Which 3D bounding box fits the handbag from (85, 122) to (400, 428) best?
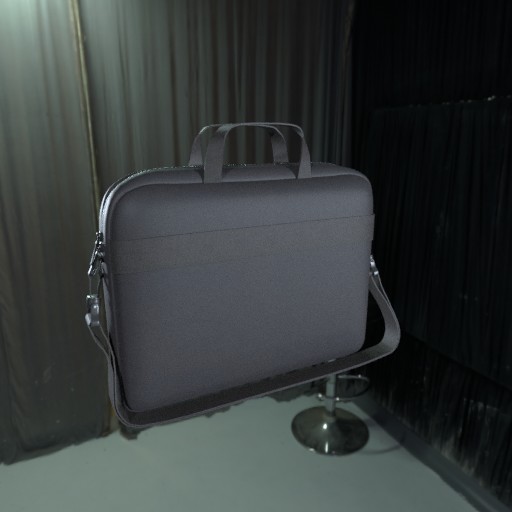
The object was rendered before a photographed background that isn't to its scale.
[{"bbox_3d":[0.000,0.000,0.578,0.429,0.330,0.126,-8,17,-26],"label":"handbag"}]
